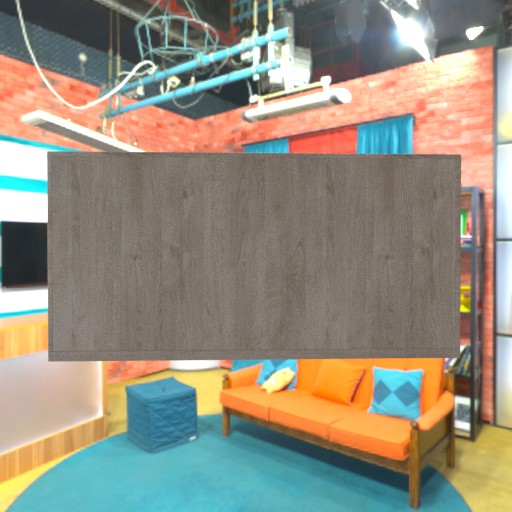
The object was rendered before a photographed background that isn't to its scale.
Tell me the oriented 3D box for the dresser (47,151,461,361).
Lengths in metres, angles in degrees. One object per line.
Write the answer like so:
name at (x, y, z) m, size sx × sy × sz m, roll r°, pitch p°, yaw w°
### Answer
dresser at (0.000, 0.000, 1.892) m, size 1.590 × 0.795 × 0.390 m, roll 0°, pitch 1°, yaw -2°
